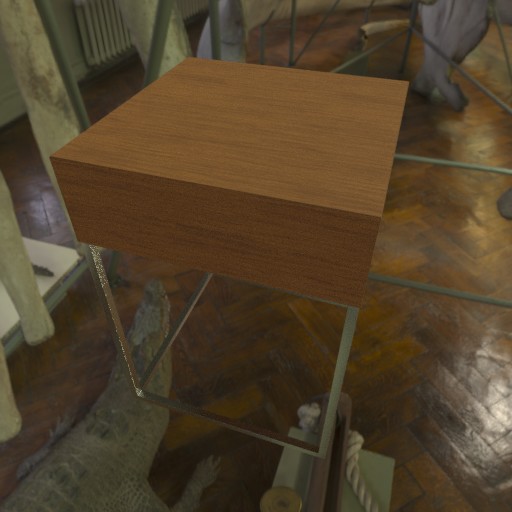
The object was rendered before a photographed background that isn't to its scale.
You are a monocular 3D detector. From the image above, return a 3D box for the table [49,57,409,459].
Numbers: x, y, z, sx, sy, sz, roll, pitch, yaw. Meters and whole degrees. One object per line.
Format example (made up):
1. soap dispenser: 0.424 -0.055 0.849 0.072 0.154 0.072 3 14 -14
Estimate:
1. table: 0.000 0.000 0.810 0.397 0.540 0.398 12 43 14
